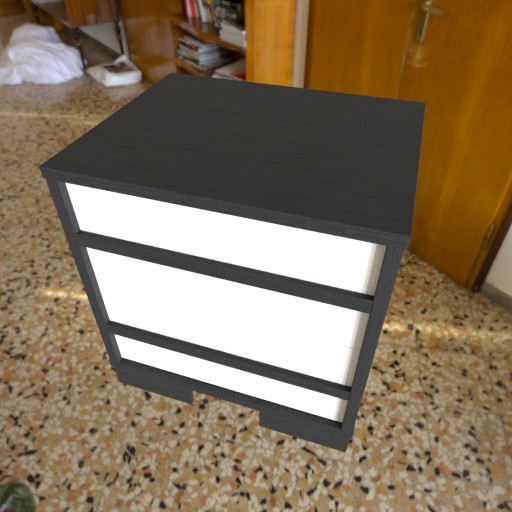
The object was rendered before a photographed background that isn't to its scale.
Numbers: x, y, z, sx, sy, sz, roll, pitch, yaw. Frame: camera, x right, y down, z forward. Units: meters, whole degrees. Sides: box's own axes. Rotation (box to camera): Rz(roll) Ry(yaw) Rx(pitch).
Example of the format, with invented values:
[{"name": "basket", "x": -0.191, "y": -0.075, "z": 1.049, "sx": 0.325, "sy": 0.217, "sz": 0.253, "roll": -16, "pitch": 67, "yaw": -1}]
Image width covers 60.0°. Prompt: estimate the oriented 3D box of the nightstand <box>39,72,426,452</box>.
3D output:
[{"name": "nightstand", "x": 0.000, "y": 0.000, "z": 0.743, "sx": 0.427, "sy": 0.448, "sz": 0.347, "roll": 12, "pitch": 42, "yaw": 14}]
